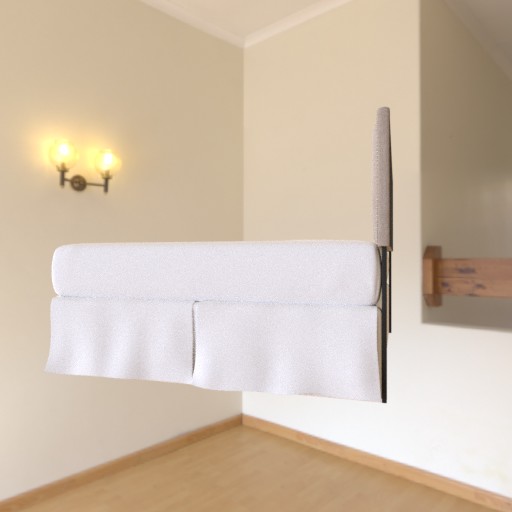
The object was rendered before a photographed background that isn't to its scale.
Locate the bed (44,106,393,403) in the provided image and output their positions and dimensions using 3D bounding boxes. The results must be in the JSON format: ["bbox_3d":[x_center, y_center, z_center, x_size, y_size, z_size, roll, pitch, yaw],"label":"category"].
[{"bbox_3d":[0.000,0.000,3.262,1.914,1.346,2.170,0,0,18],"label":"bed"}]
